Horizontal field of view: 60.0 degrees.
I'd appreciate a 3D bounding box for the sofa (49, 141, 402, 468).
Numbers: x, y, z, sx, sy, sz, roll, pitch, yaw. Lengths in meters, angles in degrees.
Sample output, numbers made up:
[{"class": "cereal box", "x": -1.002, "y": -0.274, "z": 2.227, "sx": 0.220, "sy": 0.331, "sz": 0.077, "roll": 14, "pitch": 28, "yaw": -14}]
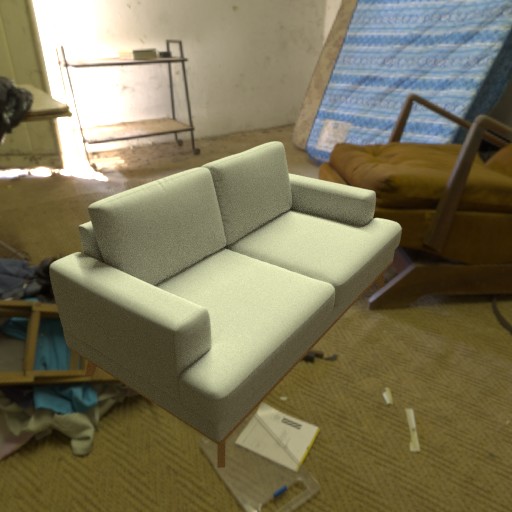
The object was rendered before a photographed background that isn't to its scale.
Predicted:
[{"class": "sofa", "x": 0.000, "y": 0.000, "z": 2.174, "sx": 0.915, "sy": 0.810, "sz": 1.651, "roll": 19, "pitch": 33, "yaw": 31}]
